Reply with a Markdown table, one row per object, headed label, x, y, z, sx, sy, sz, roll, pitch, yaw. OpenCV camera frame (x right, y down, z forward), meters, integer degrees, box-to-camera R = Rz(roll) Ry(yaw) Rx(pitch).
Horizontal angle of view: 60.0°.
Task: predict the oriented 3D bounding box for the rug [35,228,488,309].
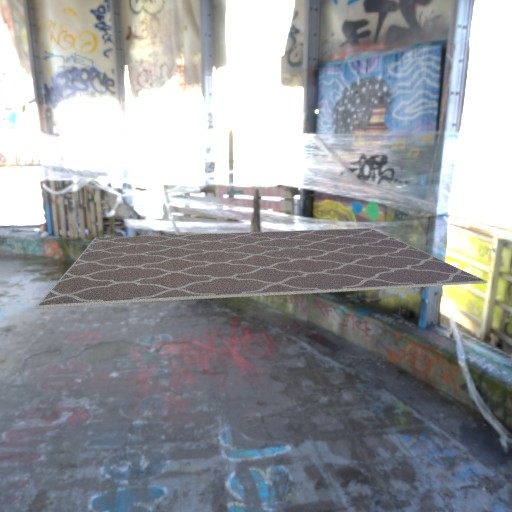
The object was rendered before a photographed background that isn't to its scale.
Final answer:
| label | x | y | z | sx | sy | sz | roll | pitch | yaw |
| --- | --- | --- | --- | --- | --- | --- | --- | --- | --- |
| rug | 0.000 | 0.000 | 2.920 | 2.294 | 0.014 | 1.528 | -2 | 15 | -9 |
